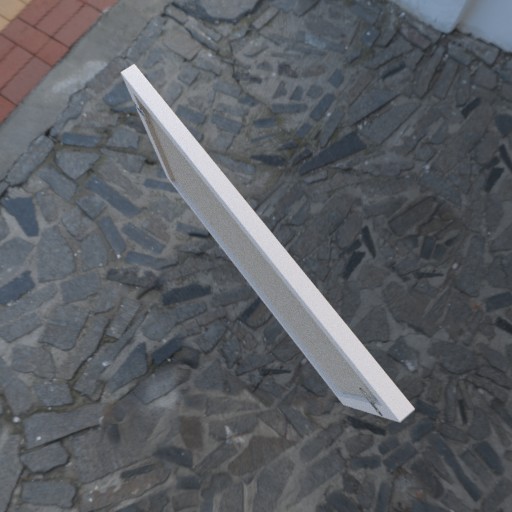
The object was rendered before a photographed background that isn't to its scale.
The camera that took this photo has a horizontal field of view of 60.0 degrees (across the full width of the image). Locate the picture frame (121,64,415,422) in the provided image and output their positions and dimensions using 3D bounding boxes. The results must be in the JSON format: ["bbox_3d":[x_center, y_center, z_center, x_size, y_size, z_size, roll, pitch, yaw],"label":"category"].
[{"bbox_3d":[0.000,0.000,0.808,0.044,0.379,0.647,-36,78,-9],"label":"picture frame"}]
